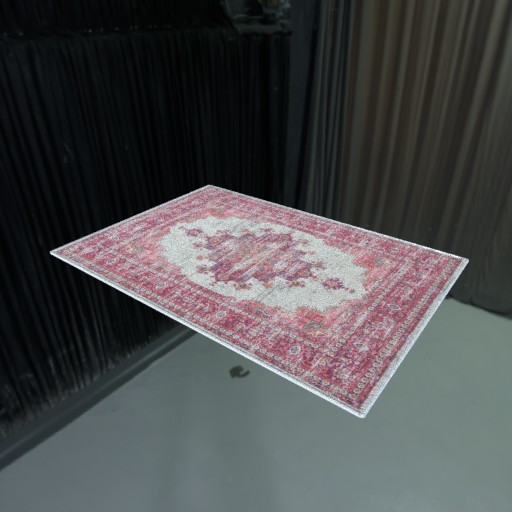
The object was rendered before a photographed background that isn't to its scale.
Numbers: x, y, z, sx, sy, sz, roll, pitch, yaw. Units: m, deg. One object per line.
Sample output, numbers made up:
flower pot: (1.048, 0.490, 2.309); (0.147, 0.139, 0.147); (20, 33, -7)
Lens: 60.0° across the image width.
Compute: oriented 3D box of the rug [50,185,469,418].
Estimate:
rug: (0.000, 0.000, 2.246); (1.747, 0.011, 1.217); (20, 35, 32)
